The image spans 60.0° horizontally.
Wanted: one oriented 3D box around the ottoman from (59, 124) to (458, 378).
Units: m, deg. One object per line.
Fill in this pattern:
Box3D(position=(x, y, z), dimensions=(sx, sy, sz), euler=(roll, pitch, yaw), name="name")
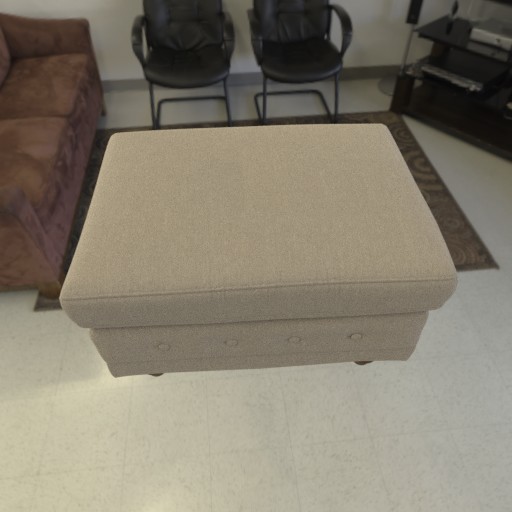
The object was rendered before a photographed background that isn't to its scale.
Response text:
Box3D(position=(0.000, 0.000, 1.162), dimensions=(0.771, 0.500, 0.569), euler=(-3, 47, -2), name="ottoman")
